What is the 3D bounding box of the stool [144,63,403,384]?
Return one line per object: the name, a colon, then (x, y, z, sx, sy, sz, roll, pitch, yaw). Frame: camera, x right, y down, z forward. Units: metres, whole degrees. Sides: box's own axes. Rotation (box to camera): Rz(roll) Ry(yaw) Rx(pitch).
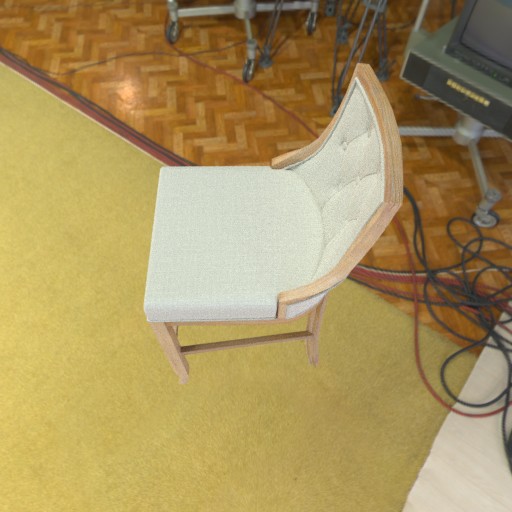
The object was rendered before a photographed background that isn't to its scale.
stool: (0.000, 0.000, 1.444, 0.626, 1.101, 0.524, -1, 59, -1)
